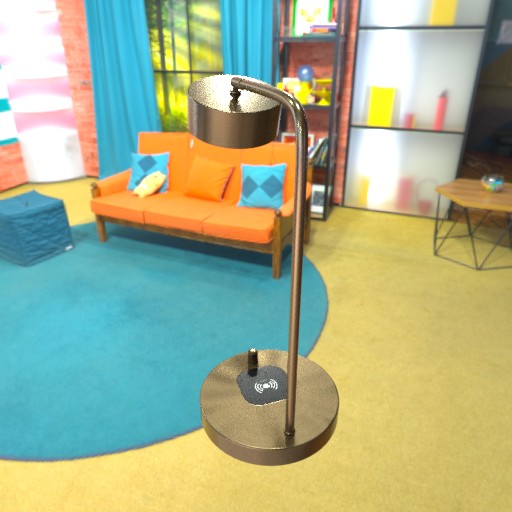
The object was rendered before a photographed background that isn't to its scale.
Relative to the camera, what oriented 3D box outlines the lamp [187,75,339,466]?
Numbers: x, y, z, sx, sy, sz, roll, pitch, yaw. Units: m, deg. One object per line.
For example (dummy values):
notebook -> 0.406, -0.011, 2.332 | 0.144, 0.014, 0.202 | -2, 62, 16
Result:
lamp -> 0.000, 0.000, 0.517 | 0.171, 0.380, 0.270 | -9, 27, -17
